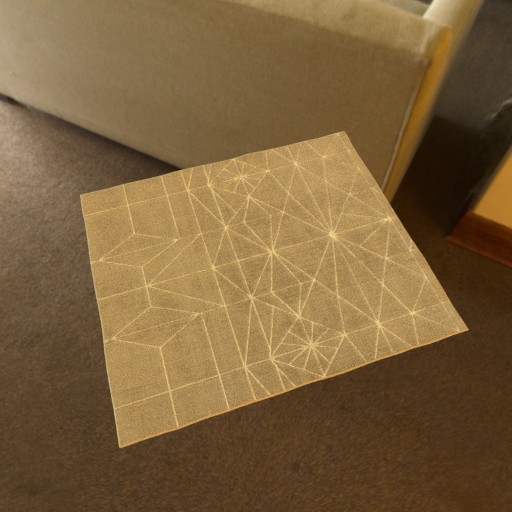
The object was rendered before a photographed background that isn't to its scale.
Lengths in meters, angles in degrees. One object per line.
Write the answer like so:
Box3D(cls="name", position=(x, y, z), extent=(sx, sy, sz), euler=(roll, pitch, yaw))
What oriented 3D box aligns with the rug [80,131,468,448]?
Box3D(cls="rug", position=(0.000, 0.000, 0.894), extent=(0.639, 0.006, 0.548), euler=(-16, 59, -10))
